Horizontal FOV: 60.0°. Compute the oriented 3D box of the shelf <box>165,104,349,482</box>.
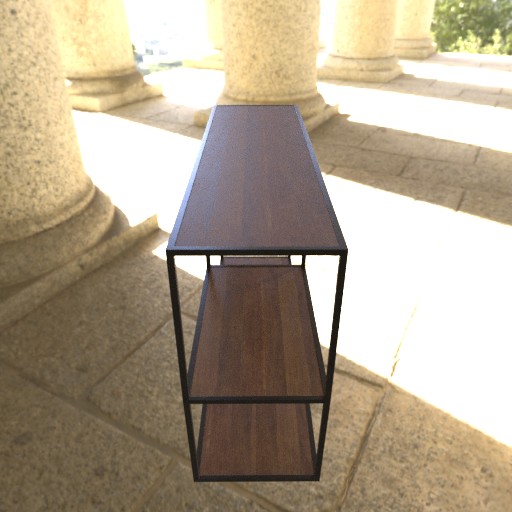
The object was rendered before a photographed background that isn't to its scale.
[{"bbox_3d":[0.000,0.000,1.566,0.361,0.765,1.201,0,32,0],"label":"shelf"}]
